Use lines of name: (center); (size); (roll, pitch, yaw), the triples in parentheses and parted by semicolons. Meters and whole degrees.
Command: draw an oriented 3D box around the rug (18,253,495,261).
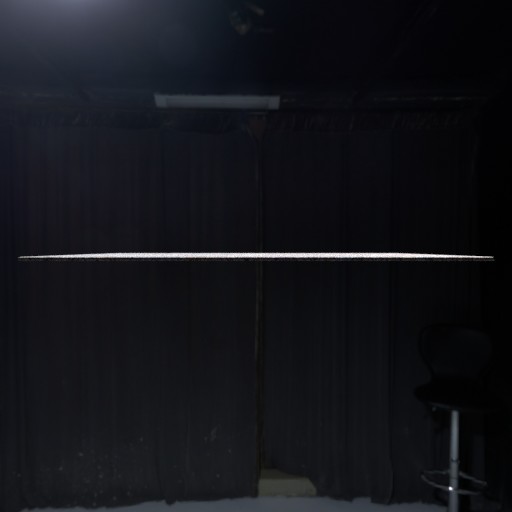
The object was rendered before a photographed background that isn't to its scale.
rug: (0.000, 0.000, 2.192); (1.761, 0.014, 1.143); (0, 1, 0)
